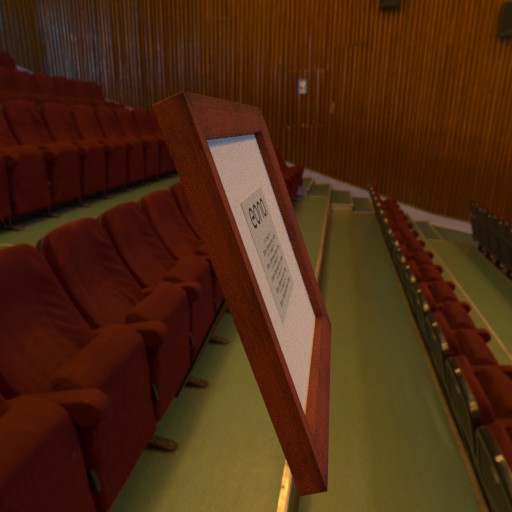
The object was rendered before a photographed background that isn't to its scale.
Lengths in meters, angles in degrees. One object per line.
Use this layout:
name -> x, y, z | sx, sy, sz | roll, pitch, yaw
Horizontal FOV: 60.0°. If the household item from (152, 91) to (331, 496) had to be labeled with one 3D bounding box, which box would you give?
household item -> 0.000, 0.000, 0.365 | 0.131, 0.240, 0.240 | 3, 17, 9
